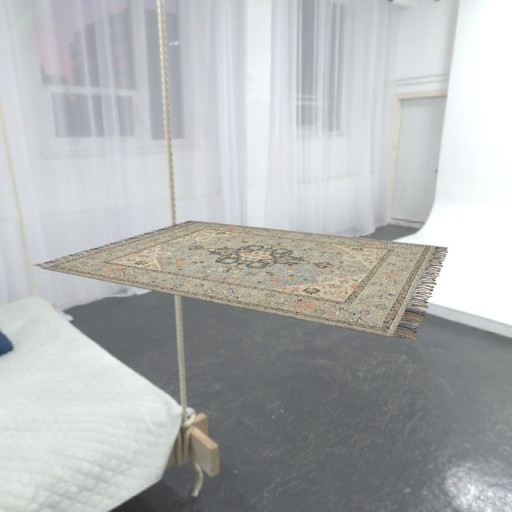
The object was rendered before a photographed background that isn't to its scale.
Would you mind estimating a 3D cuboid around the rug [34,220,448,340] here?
[{"bbox_3d":[0.000,0.000,4.195,3.221,0.011,2.379,8,17,26],"label":"rug"}]
